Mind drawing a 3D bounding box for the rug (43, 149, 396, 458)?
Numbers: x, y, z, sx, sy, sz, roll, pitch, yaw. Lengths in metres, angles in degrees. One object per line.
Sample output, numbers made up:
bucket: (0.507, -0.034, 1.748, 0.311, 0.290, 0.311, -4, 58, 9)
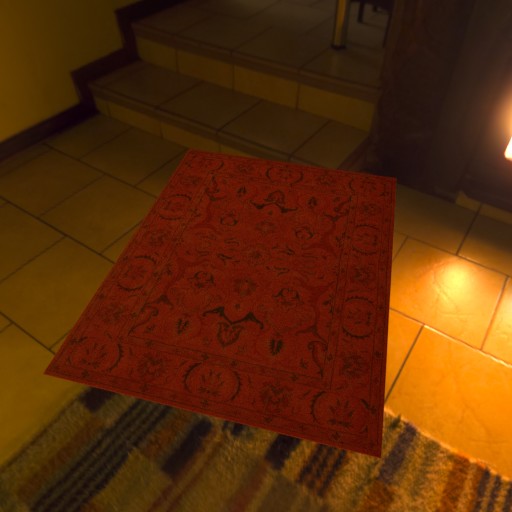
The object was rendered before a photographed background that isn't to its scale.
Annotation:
rug: (0.000, 0.000, 3.857, 2.300, 0.012, 2.929, 10, 47, 10)
